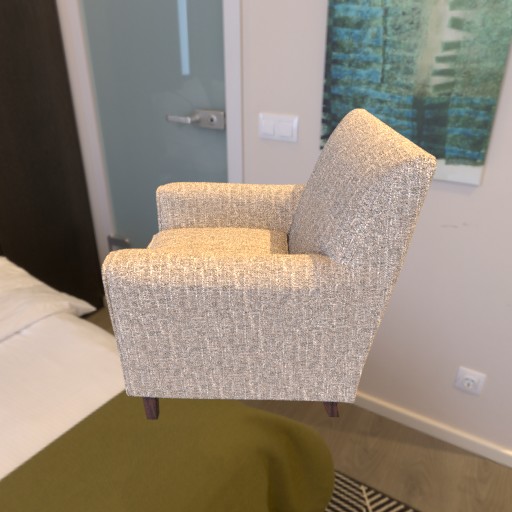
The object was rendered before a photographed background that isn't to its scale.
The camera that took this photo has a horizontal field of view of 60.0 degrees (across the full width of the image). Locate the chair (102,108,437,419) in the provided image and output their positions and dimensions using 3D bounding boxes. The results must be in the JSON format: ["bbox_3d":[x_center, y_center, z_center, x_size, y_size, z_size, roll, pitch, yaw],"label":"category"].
[{"bbox_3d":[0.000,0.000,1.622,0.873,0.928,0.864,0,26,1],"label":"chair"}]
